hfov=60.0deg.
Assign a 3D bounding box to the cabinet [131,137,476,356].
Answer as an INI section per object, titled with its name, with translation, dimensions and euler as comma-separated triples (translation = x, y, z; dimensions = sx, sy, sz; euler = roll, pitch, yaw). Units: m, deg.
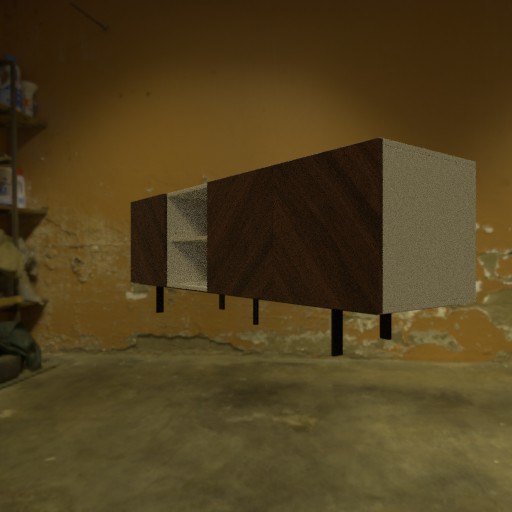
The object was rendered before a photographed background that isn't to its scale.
[cabinet]
translation = 0.000, 0.000, 1.723
dimensions = 0.431, 0.533, 1.499
euler = 0, 0, -37
